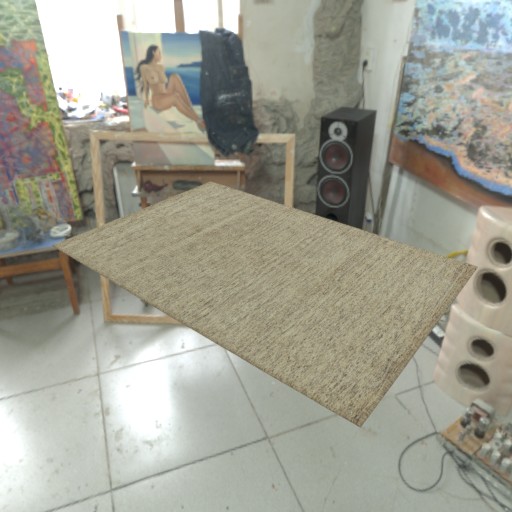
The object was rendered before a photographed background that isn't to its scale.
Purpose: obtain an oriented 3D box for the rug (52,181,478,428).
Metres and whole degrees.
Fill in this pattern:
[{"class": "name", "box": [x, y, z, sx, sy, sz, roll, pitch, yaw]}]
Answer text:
[{"class": "rug", "box": [0.000, 0.000, 2.269, 1.822, 0.018, 1.211, 23, 37, 33]}]
